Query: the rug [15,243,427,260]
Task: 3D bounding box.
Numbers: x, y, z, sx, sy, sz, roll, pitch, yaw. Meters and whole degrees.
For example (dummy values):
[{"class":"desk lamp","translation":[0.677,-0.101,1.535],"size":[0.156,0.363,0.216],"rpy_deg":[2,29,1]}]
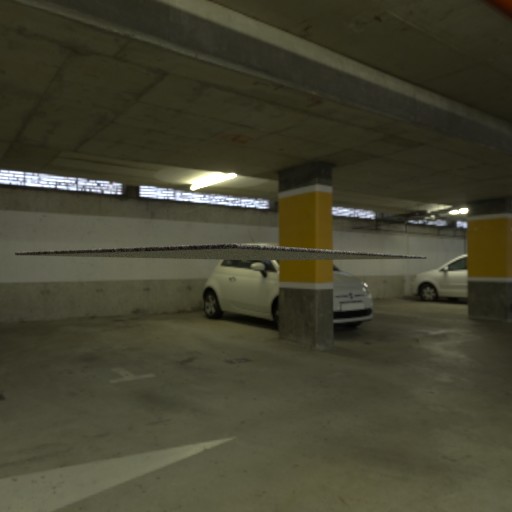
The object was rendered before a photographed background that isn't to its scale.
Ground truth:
[{"class":"rug","translation":[0.000,0.000,2.841],"size":[1.501,0.017,2.298],"rpy_deg":[-1,-2,36]}]
